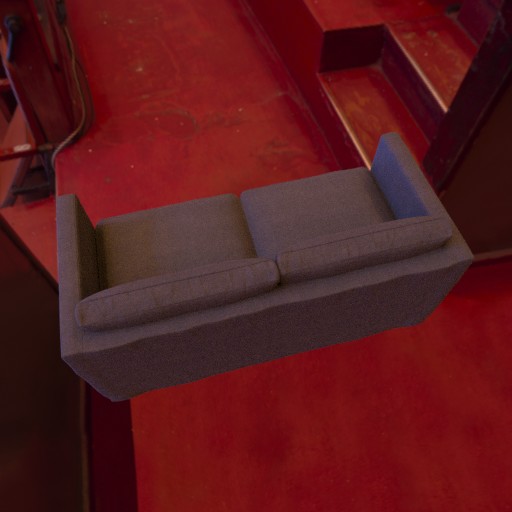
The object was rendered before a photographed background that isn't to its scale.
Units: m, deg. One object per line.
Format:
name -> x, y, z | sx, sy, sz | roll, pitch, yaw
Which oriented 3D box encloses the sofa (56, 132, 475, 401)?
sofa -> 0.000, 0.000, 2.479 | 1.982, 0.855, 0.953 | -13, 59, -8
